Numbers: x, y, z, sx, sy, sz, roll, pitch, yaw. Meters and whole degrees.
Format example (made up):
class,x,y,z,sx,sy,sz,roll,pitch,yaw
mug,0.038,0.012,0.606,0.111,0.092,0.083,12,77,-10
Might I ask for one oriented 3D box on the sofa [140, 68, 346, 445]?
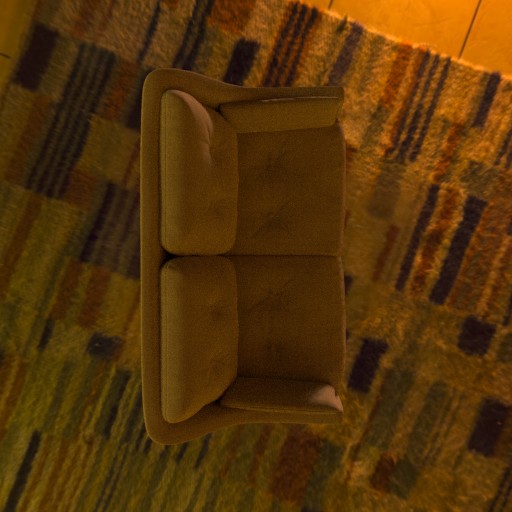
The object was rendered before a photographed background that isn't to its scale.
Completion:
class,x,y,z,sx,sy,sz,roll,pitch,yaw
sofa,0.000,0.000,2.250,0.965,0.888,1.652,0,91,-1
